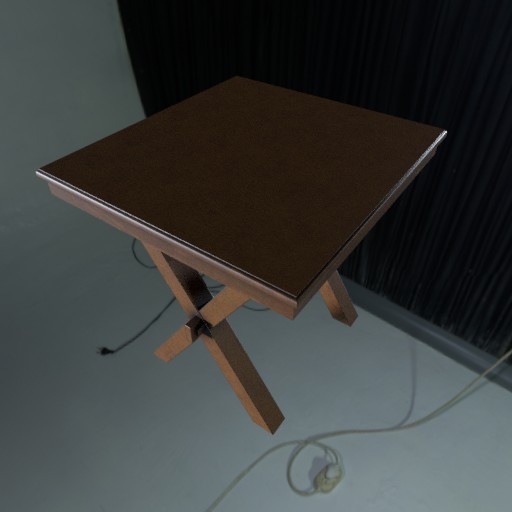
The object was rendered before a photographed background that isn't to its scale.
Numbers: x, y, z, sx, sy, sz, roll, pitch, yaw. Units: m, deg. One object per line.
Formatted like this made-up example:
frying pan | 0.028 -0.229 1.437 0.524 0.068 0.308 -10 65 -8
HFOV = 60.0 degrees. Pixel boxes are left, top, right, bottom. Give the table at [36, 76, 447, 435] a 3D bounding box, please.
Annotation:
table | 0.000 0.000 1.052 0.560 0.562 0.602 25 47 26
